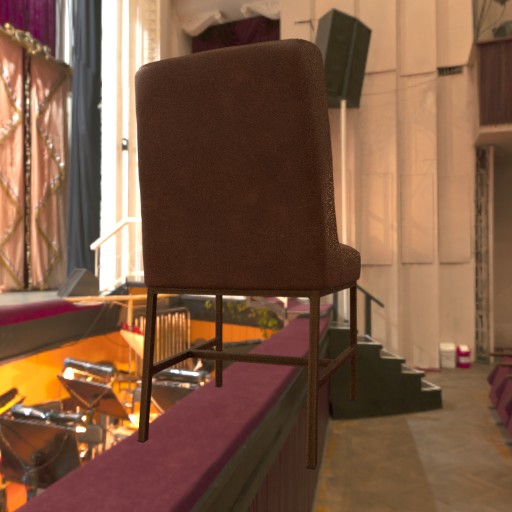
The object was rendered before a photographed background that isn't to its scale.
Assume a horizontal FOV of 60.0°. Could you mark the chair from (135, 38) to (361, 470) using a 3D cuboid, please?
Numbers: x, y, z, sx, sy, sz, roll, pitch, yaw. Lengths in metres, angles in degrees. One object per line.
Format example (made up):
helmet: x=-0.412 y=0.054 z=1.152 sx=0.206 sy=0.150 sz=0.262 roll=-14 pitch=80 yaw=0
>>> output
chair: x=0.000 y=0.000 z=1.217 sx=0.508 sy=0.889 sz=0.587 roll=0 pitch=-1 yaw=20
